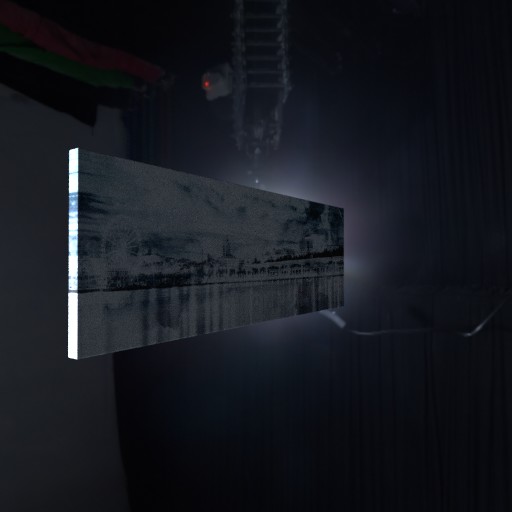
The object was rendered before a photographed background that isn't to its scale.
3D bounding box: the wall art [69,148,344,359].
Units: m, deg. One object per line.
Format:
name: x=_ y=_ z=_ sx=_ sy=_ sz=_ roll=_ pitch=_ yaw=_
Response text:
wall art: x=0.000 y=0.000 z=1.694 sx=0.037 sy=0.509 sz=1.524 roll=0 pitch=-1 yaw=36
